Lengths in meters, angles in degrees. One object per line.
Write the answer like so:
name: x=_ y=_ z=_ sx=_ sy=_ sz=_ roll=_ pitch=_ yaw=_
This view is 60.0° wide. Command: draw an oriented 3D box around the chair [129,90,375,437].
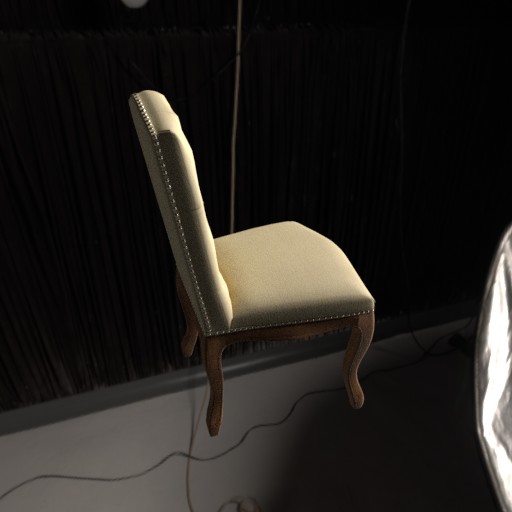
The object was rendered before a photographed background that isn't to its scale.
chair: x=0.000 y=0.000 z=1.593 sx=0.715 sy=1.165 sz=0.623 roll=-10 pitch=32 yaw=-17
